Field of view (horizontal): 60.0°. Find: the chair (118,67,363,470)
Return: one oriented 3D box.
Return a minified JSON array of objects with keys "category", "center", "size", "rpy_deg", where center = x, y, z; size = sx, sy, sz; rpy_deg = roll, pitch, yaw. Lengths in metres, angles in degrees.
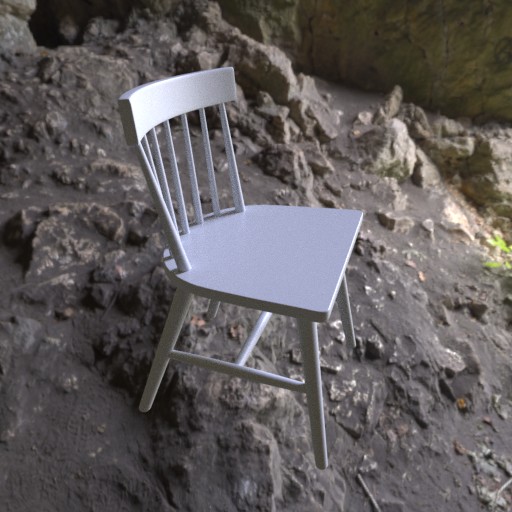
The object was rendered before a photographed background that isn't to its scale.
[{"category":"chair","center":[0.000,0.000,1.073],"size":[0.500,0.787,0.483],"rpy_deg":[10,31,17]}]
